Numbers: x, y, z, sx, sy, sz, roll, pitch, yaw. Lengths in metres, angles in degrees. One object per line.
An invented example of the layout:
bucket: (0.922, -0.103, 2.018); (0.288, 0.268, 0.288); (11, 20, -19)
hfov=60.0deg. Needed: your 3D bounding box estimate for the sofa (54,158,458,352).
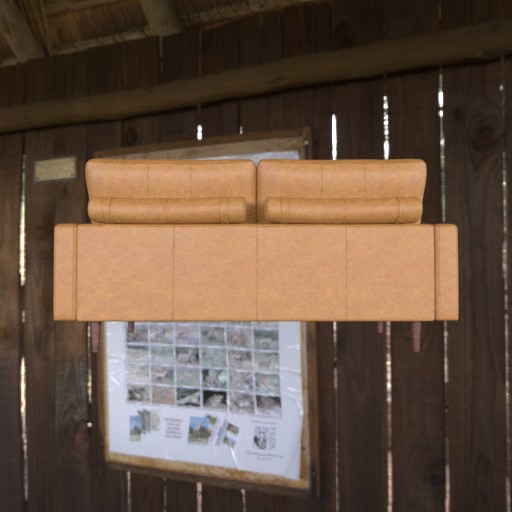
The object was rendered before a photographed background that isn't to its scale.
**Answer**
sofa: (0.000, 0.000, 2.340); (1.821, 0.898, 0.850); (0, -1, 0)
